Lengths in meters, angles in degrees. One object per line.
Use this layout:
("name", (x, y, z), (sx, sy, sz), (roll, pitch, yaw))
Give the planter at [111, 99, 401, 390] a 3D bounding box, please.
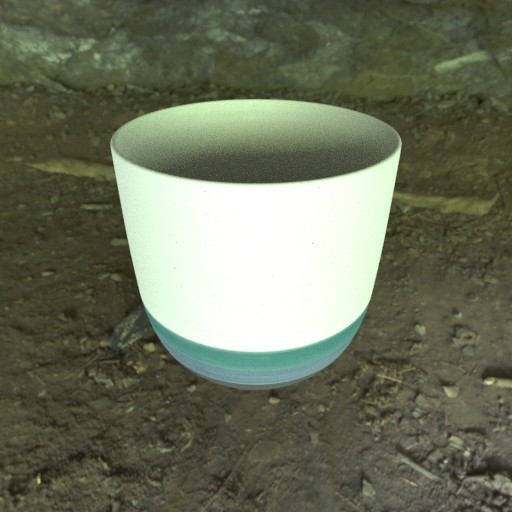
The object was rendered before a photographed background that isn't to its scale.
("planter", (0.000, 0.000, 0.377), (0.204, 0.214, 0.204), (0, 32, 0))
